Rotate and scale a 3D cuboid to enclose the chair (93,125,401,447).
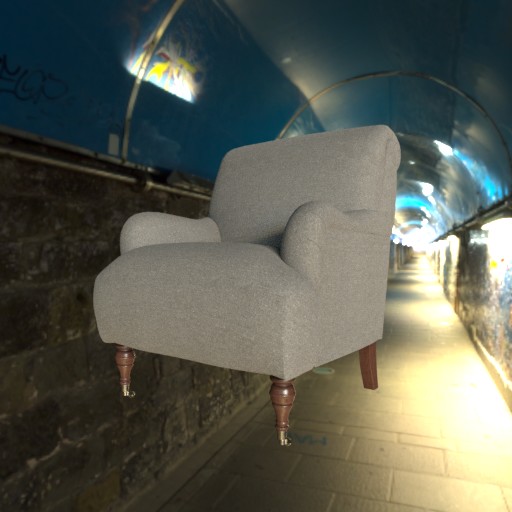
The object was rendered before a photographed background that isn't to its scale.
[{"bbox_3d":[0.000,0.000,1.523,0.766,0.942,0.843,1,2,36],"label":"chair"}]
